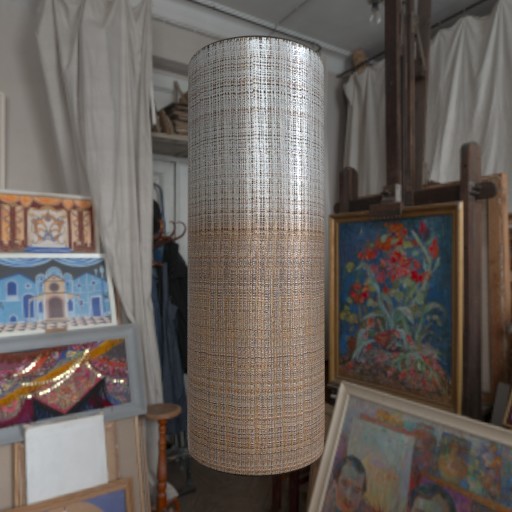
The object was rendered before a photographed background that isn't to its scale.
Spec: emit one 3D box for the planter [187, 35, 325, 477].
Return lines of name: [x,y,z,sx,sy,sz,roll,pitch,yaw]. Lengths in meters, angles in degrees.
planter: [0.000,0.000,0.325,0.099,0.278,0.099,0,-1,18]
